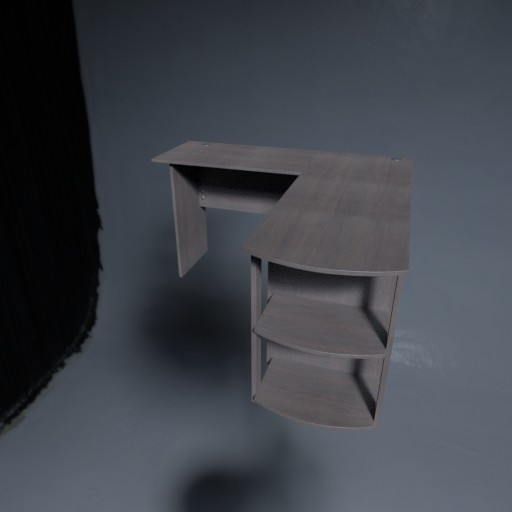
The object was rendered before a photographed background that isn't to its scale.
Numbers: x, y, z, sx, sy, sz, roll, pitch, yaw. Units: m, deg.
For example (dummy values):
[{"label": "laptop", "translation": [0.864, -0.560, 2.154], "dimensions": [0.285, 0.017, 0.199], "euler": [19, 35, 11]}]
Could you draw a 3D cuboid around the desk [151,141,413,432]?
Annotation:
[{"label": "desk", "translation": [0.000, 0.000, 2.107], "dimensions": [1.303, 0.716, 1.361], "euler": [8, 28, 16]}]
